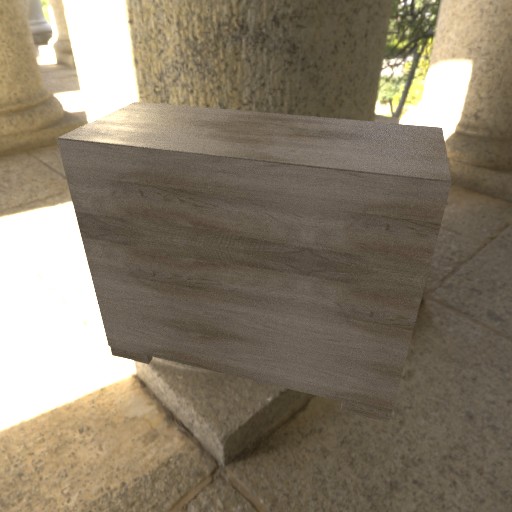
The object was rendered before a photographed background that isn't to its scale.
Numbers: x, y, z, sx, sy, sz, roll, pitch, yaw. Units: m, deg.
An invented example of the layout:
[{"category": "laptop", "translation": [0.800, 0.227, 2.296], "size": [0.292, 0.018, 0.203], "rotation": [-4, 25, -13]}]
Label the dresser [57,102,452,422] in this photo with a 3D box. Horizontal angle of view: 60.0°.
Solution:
[{"category": "dresser", "translation": [0.000, 0.000, 1.449], "size": [0.994, 0.816, 0.404], "rotation": [9, 34, 14]}]
